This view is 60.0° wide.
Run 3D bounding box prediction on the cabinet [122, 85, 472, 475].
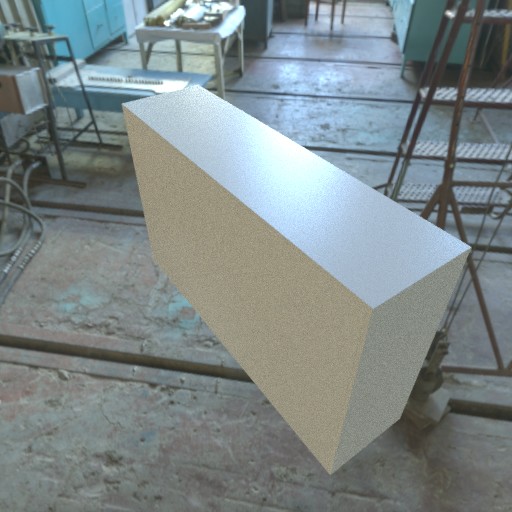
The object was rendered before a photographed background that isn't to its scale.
[{"bbox_3d":[0.000,0.000,1.840,0.380,0.900,1.450,-25,47,-26],"label":"cabinet"}]
